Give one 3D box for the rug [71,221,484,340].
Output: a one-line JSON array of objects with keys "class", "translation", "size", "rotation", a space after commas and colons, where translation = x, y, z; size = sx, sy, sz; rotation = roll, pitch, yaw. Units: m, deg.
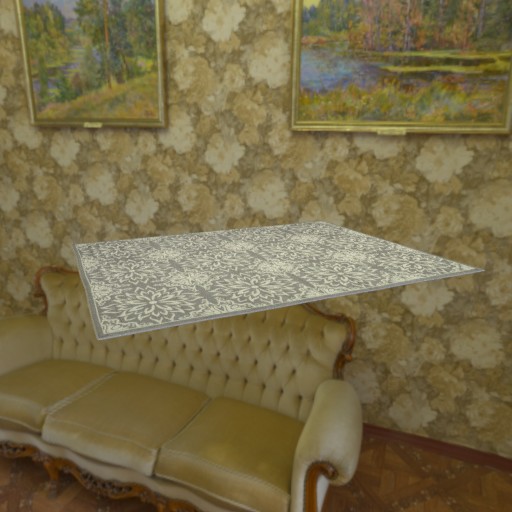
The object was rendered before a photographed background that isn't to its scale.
[{"class": "rug", "translation": [0.000, 0.000, 4.004], "size": [2.980, 0.012, 2.363], "rotation": [-7, 17, -24]}]
